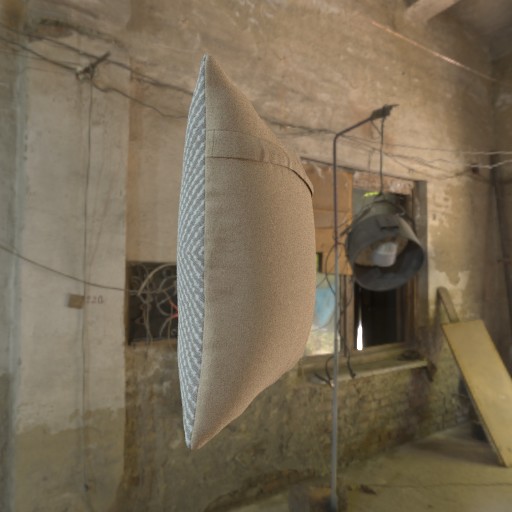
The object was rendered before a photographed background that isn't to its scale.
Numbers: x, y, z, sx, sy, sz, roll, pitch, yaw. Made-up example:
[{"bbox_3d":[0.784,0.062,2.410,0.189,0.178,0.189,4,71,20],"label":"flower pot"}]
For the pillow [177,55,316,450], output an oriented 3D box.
[{"bbox_3d":[0.000,0.000,0.722,0.181,0.458,0.459,0,-2,17],"label":"pillow"}]
